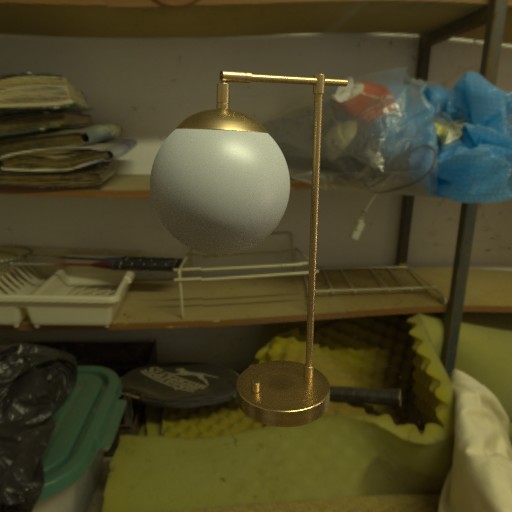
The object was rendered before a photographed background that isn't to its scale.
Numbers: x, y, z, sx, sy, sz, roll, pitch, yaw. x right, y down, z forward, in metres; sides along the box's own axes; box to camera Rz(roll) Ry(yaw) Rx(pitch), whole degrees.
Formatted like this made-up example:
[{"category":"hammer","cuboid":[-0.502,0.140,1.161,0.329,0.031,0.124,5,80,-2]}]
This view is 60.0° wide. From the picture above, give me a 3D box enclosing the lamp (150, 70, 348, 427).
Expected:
[{"category":"lamp","cuboid":[0.000,0.000,0.720,0.324,0.559,0.207,-8,17,-25]}]
